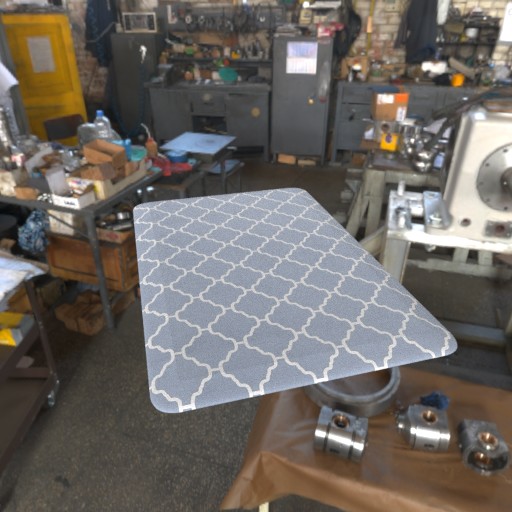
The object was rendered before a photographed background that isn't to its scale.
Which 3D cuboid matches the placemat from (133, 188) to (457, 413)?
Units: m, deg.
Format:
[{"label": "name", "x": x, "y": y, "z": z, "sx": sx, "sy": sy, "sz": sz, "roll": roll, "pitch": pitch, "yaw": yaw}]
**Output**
[{"label": "placemat", "x": 0.000, "y": 0.000, "z": 0.982, "sx": 0.508, "sy": 0.021, "sz": 0.762, "roll": -8, "pitch": 31, "yaw": -13}]
